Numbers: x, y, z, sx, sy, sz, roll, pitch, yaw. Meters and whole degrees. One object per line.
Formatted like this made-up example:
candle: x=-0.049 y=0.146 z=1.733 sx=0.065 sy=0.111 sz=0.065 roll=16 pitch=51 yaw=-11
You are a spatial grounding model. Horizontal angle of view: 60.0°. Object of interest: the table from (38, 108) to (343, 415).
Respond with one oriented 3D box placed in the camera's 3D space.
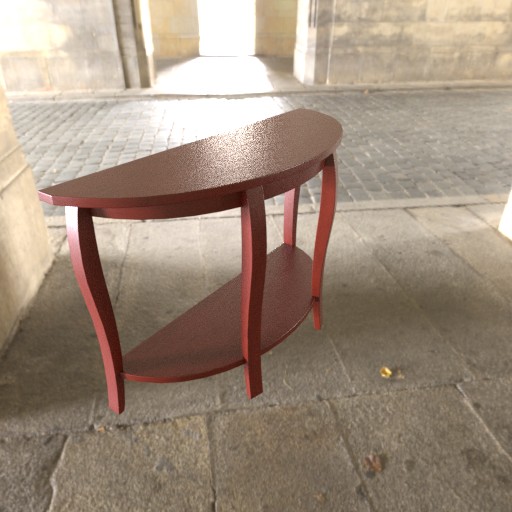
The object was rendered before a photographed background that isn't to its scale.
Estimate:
table: x=0.000 y=0.000 z=1.570 sx=0.405 sy=0.779 sz=1.219 roll=19 pitch=34 yaw=30
